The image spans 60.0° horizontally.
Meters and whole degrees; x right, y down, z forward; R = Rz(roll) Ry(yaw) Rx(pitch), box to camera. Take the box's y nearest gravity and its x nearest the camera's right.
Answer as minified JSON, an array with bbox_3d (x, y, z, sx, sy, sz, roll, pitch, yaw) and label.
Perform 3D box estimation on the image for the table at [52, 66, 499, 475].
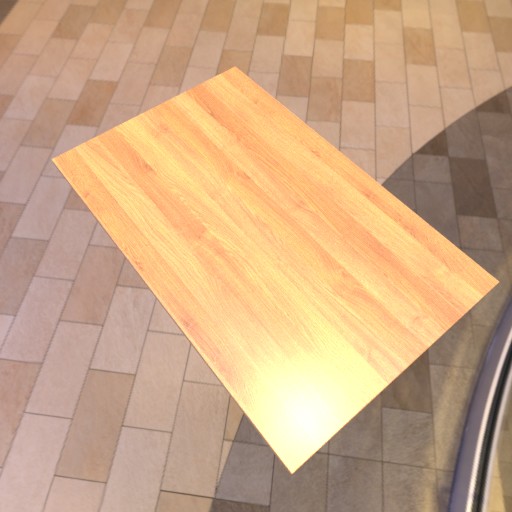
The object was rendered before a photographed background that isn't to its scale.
[{"bbox_3d":[0.000,0.000,1.420,0.700,0.442,1.100,-35,65,-19],"label":"table"}]
